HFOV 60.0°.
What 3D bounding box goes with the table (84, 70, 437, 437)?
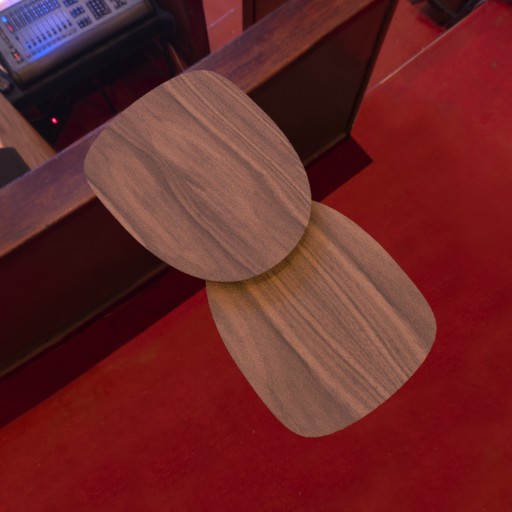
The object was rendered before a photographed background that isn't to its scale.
[{"bbox_3d":[0.000,0.000,1.400,0.527,0.429,1.084,-39,79,-9],"label":"table"}]
